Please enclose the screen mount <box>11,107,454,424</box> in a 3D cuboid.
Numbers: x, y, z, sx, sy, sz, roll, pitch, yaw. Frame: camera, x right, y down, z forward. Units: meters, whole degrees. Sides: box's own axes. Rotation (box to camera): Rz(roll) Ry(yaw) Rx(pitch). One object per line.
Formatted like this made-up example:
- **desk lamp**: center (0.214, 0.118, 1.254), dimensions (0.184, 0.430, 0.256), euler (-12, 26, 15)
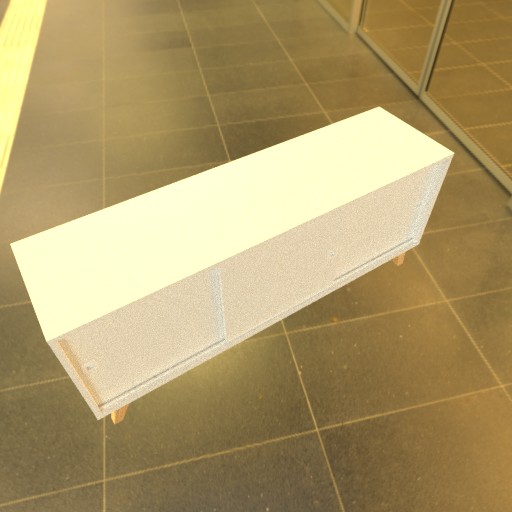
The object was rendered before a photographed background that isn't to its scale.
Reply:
- **screen mount**: center (0.000, 0.000, 1.712), dimensions (1.490, 0.619, 0.400), euler (-25, 52, -21)
